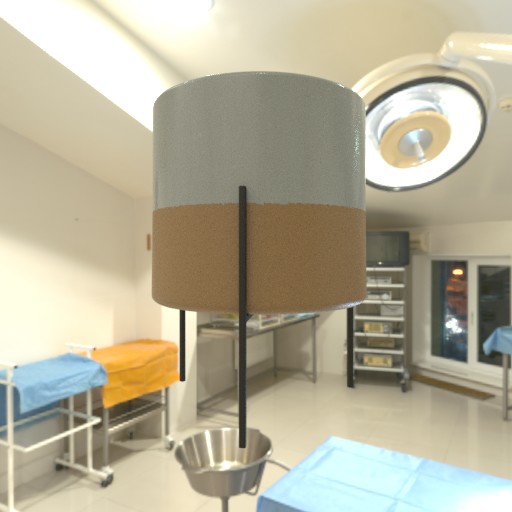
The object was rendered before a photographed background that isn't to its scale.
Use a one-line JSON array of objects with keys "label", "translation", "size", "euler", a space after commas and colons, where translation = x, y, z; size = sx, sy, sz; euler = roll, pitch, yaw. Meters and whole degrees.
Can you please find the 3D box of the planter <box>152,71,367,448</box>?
[{"label": "planter", "translation": [0.000, 0.000, 0.742], "size": [0.360, 0.480, 0.348], "euler": [0, 0, 37]}]
